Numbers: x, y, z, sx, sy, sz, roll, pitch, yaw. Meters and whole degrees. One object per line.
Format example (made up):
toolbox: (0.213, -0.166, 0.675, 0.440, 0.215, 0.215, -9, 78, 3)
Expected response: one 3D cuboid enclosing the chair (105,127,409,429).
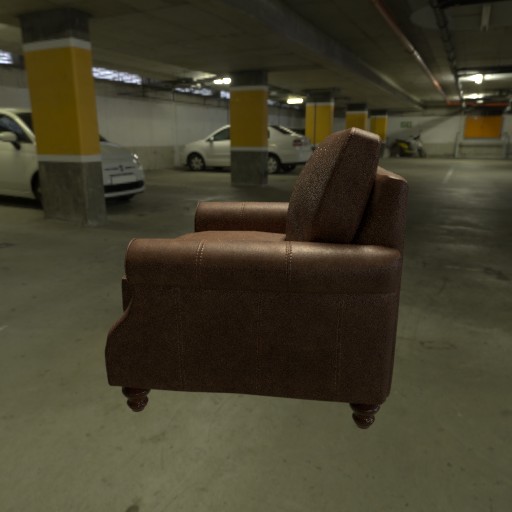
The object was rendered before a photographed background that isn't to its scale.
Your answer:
chair: (0.000, 0.000, 1.774, 1.002, 0.976, 0.996, 2, 15, 7)
